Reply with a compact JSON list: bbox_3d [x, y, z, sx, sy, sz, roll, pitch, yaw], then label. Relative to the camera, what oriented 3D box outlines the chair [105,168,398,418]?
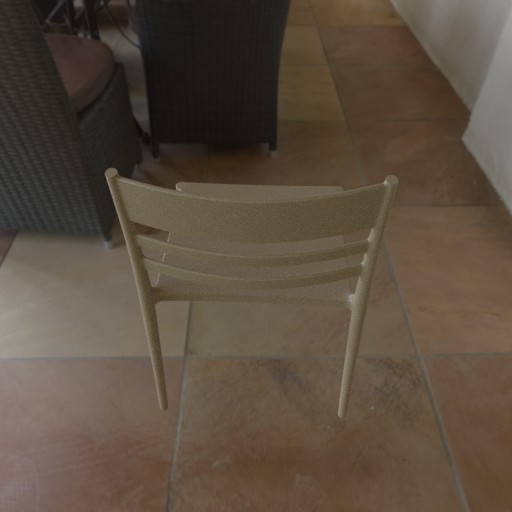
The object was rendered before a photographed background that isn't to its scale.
[{"bbox_3d":[0.000,0.000,1.140,0.531,0.800,0.511,2,46,2],"label":"chair"}]
